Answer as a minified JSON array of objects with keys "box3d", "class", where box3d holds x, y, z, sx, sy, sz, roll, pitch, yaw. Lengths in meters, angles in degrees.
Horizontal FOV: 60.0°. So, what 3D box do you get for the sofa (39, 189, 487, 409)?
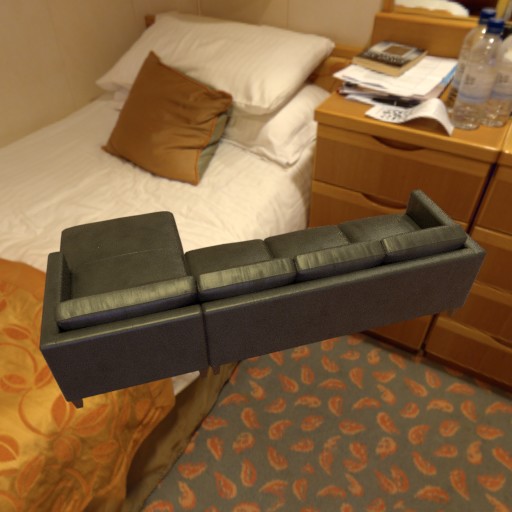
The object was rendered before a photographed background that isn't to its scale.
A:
[{"box3d":[0.000,0.000,3.779,3.203,0.883,1.581,-11,42,-12],"class":"sofa"}]
